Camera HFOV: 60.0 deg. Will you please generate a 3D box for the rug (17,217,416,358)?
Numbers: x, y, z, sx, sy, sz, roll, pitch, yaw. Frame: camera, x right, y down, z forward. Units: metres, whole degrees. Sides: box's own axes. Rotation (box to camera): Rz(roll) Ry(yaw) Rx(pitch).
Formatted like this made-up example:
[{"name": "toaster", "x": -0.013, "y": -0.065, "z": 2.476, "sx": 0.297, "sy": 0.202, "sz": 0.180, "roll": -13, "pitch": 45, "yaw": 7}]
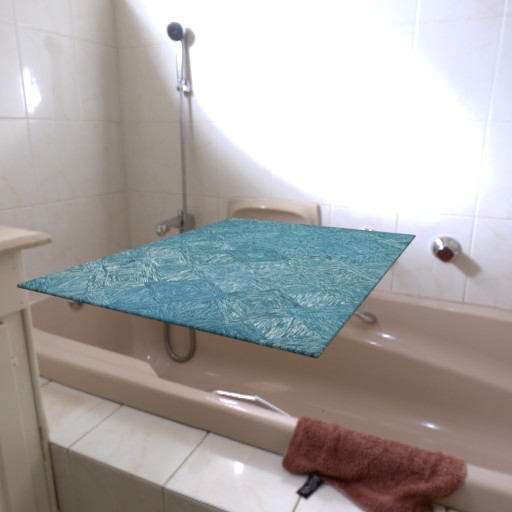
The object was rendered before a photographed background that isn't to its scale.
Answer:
[{"name": "rug", "x": 0.000, "y": 0.000, "z": 4.185, "sx": 2.405, "sy": 0.027, "sz": 3.217, "roll": 8, "pitch": 17, "yaw": 27}]
